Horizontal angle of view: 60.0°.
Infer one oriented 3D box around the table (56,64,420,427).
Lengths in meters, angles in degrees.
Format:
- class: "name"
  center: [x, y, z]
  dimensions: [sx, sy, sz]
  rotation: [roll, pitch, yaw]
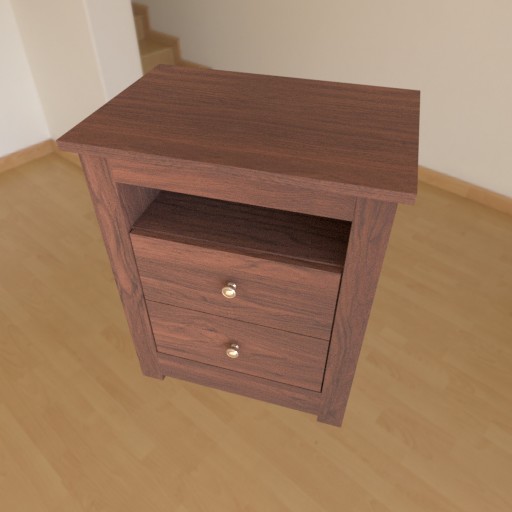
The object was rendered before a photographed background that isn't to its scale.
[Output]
- class: "table"
  center: [0.000, 0.000, 1.065]
  dimensions: [0.589, 0.711, 0.406]
  rotation: [11, 42, 12]
